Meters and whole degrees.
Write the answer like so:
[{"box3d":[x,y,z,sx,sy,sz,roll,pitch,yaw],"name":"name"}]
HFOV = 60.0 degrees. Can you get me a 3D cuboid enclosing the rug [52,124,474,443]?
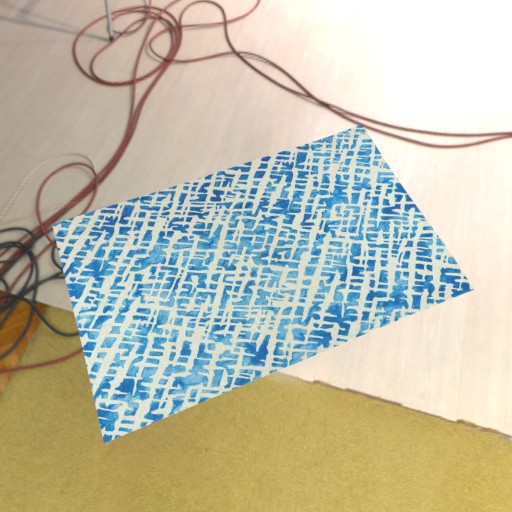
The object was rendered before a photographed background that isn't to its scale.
[{"box3d":[0.000,0.000,2.982,2.447,0.011,1.520,-20,65,-10],"name":"rug"}]
